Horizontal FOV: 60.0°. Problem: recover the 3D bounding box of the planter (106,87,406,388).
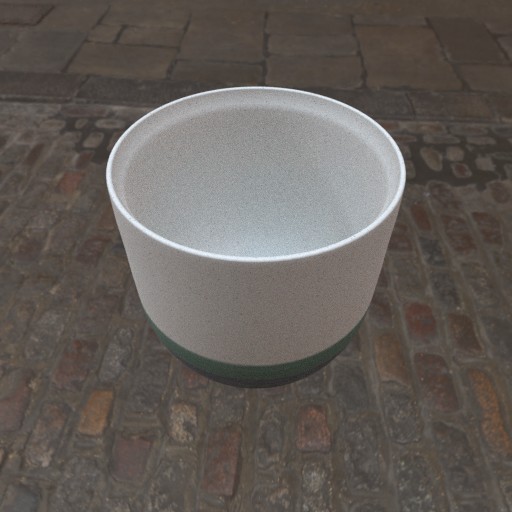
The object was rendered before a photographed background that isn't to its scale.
[{"bbox_3d":[0.000,0.000,0.500,0.268,0.270,0.268,0,47,0],"label":"planter"}]
